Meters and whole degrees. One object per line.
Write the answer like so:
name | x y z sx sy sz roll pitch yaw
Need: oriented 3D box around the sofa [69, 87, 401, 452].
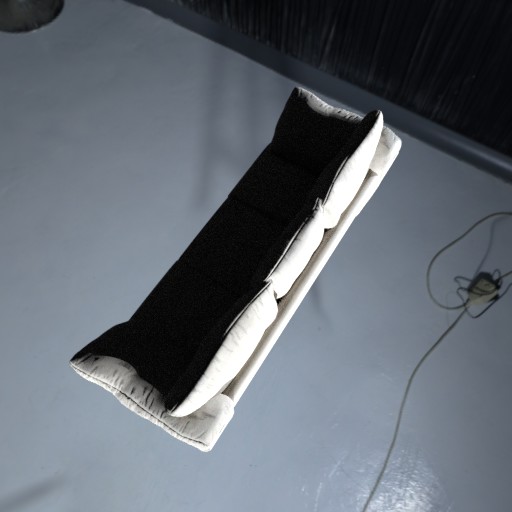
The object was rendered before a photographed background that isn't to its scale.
sofa | 0.000 0.000 2.866 0.878 0.996 2.334 30 68 13
